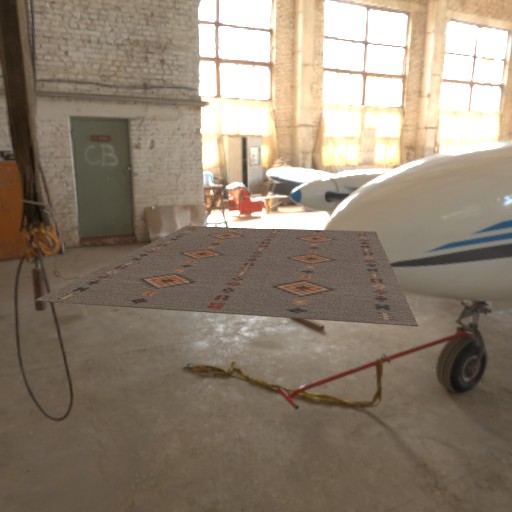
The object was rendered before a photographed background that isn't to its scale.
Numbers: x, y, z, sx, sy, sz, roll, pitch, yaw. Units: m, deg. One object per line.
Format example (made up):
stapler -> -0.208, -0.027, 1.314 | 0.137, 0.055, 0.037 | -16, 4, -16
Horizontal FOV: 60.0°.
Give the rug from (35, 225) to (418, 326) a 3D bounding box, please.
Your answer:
rug -> 0.000, 0.000, 4.169 | 2.425, 0.008, 3.035 | 2, 14, 10
